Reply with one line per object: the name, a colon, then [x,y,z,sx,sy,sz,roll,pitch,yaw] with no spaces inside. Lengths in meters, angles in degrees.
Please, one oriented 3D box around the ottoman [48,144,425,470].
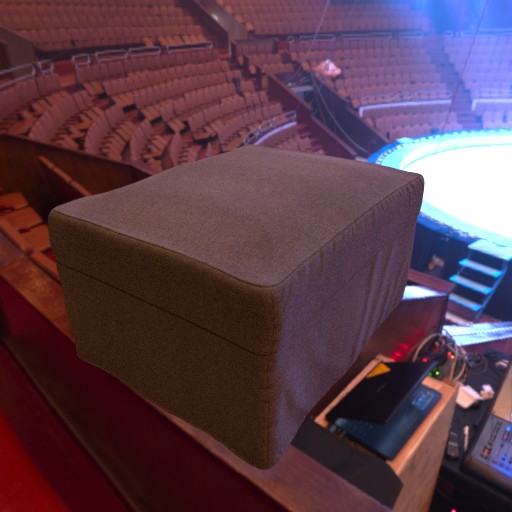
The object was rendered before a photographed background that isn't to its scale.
ottoman: [0.000,0.000,1.241,0.652,0.492,0.833,18,32,31]
